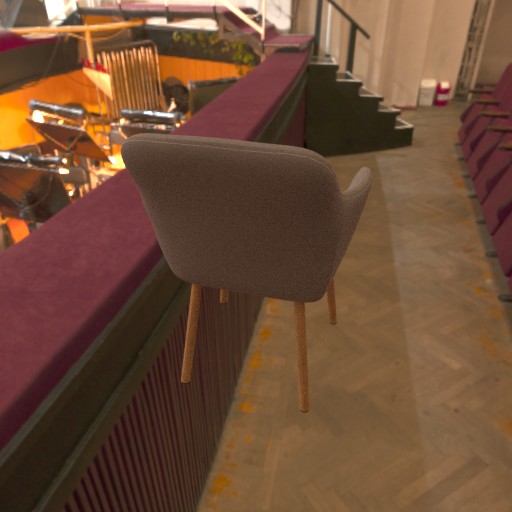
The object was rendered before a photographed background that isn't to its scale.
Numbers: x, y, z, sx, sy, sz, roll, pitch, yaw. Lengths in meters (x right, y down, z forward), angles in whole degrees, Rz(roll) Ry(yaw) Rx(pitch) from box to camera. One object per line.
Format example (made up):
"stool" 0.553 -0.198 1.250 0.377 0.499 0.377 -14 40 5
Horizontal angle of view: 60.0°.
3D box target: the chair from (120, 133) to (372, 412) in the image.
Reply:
"chair" 0.000 0.000 1.256 0.570 0.830 0.590 9 33 14
